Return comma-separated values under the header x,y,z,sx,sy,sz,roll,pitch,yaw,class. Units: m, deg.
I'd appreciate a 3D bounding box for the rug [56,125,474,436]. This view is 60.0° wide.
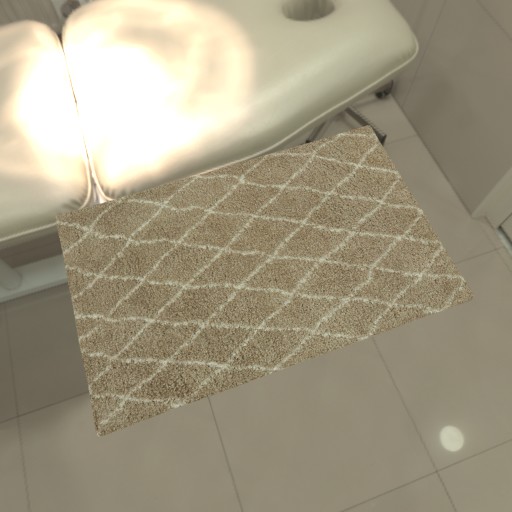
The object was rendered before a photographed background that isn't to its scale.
x,y,z,sx,sy,sz,roll,pitch,yaw,class
0.000,0.000,2.972,2.438,0.030,1.524,-18,66,-8,rug
